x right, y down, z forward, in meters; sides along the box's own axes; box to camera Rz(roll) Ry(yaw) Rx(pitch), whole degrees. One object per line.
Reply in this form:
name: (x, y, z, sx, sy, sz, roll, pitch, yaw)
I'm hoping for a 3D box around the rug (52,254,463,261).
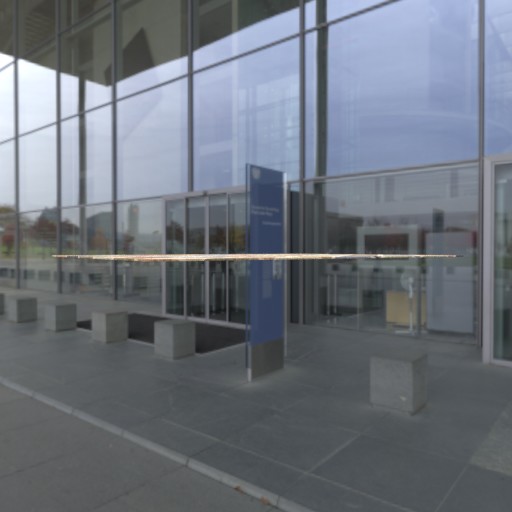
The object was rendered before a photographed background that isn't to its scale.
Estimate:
rug: (0.000, 0.000, 4.311, 3.200, 0.013, 2.439, -1, 1, -36)
